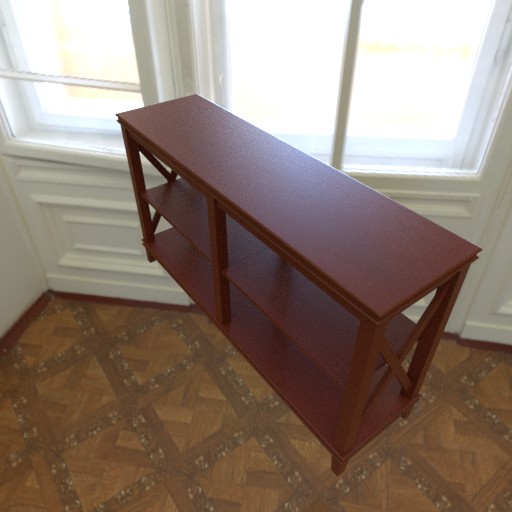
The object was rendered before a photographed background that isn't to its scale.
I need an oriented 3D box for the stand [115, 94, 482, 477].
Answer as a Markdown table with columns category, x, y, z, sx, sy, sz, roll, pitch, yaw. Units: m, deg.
| category | x | y | z | sx | sy | sz | roll | pitch | yaw |
| --- | --- | --- | --- | --- | --- | --- | --- | --- | --- |
| stand | 0.000 | 0.000 | 1.677 | 0.381 | 0.762 | 1.372 | -25 | 46 | -28 |
